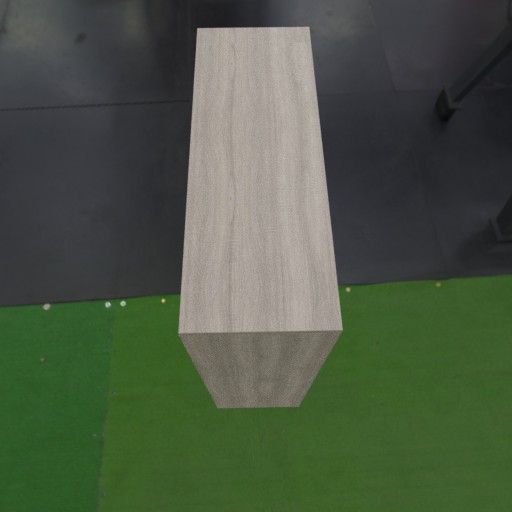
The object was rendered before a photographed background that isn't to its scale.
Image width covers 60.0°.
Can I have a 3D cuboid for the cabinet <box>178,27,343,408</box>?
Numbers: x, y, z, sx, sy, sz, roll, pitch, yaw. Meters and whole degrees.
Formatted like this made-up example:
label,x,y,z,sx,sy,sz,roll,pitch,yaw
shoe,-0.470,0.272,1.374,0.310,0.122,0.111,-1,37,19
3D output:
label,x,y,z,sx,sy,sz,roll,pitch,yaw
cabinet,0.000,0.000,1.936,0.398,1.388,1.111,-1,63,0
